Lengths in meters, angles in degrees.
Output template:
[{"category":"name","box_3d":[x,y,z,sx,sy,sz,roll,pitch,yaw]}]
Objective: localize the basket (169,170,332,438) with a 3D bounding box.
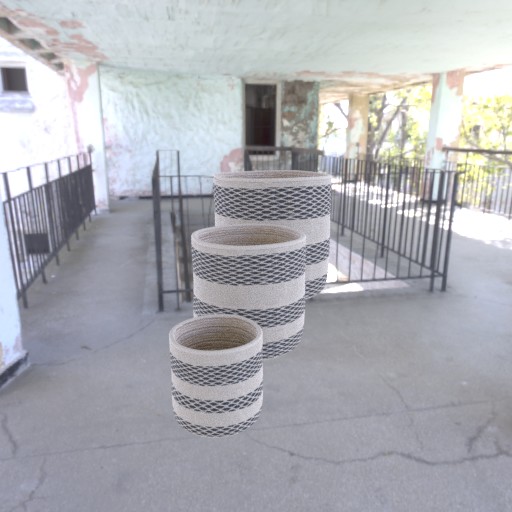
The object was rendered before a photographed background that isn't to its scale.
[{"category":"basket","box_3d":[0.000,0.000,1.079,0.351,0.356,0.917,3,15,9]}]
